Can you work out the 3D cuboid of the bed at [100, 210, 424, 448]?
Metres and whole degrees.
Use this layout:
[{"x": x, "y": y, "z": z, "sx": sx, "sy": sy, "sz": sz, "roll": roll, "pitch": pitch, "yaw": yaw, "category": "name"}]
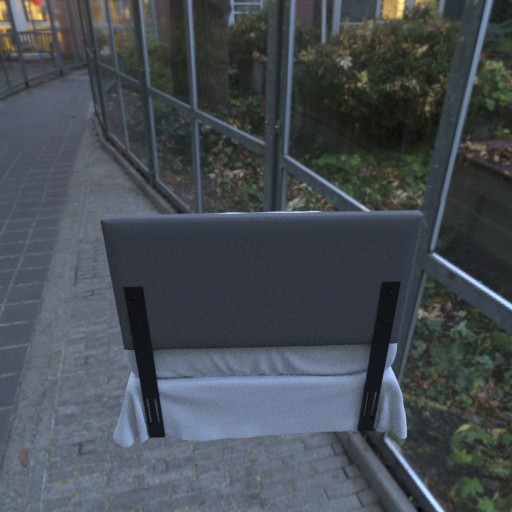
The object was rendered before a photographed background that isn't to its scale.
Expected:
[{"x": 0.000, "y": 0.000, "z": 3.467, "sx": 1.936, "sy": 1.577, "sz": 2.222, "roll": -1, "pitch": 29, "yaw": -2, "category": "bed"}]
